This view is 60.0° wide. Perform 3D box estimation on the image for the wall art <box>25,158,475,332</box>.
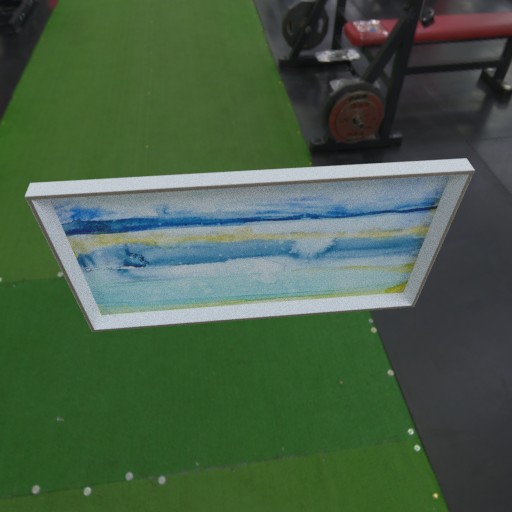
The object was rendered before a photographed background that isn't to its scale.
[{"bbox_3d":[0.000,0.000,0.968,0.812,0.431,0.038,-4,48,-4],"label":"wall art"}]
